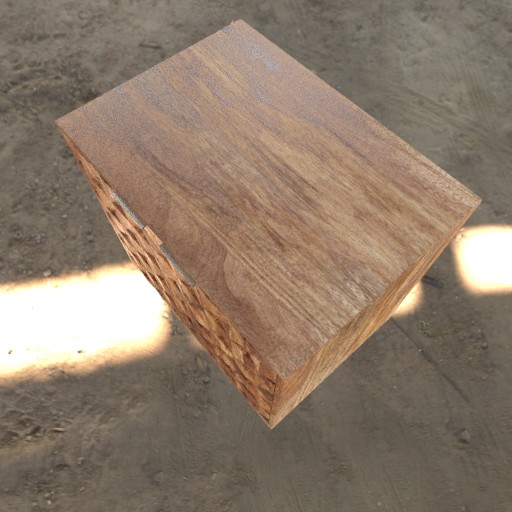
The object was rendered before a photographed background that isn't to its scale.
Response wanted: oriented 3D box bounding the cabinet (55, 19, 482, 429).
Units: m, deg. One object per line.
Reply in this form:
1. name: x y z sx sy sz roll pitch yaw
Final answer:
1. cabinet: 0.000 0.000 1.139 0.473 0.758 0.647 -38 69 -18
